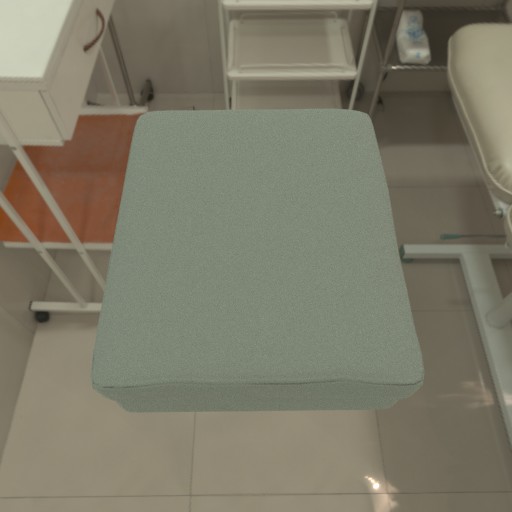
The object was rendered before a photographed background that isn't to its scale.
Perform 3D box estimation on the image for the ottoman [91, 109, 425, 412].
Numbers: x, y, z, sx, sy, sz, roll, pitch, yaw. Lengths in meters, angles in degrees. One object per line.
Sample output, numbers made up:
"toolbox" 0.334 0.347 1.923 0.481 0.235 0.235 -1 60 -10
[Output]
"ottoman" 0.000 0.000 1.491 0.842 0.494 0.991 -1 59 0
